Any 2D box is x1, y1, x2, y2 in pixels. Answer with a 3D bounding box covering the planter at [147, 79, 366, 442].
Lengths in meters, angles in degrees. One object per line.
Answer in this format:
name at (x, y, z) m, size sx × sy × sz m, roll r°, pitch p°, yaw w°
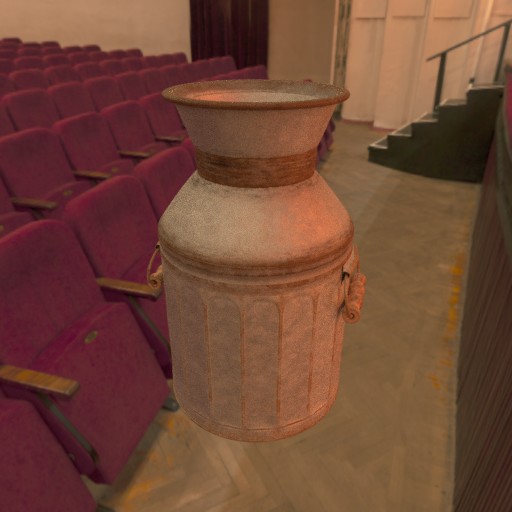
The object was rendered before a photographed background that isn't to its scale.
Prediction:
planter at (0.000, 0.000, 0.504) m, size 0.248 × 0.358 × 0.215 m, roll 8°, pitch 28°, yaw 15°
